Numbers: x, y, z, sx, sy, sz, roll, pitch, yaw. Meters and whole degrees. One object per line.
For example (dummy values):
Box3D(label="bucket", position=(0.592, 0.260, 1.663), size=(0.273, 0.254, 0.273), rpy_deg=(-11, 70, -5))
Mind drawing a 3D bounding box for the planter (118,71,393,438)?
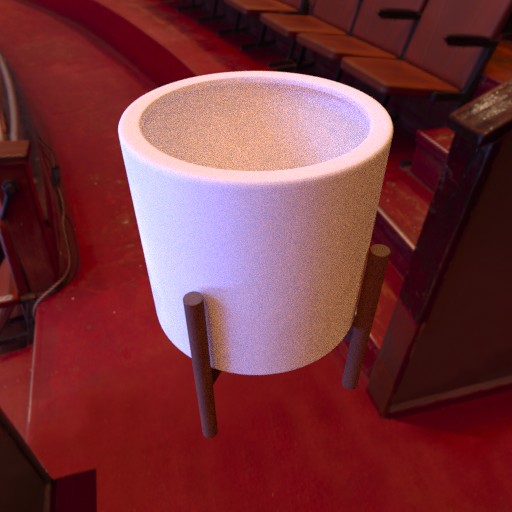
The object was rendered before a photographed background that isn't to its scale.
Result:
Box3D(label="planter", position=(0.000, 0.000, 0.878), size=(0.420, 0.581, 0.421), rpy_deg=(-12, 41, -14))
